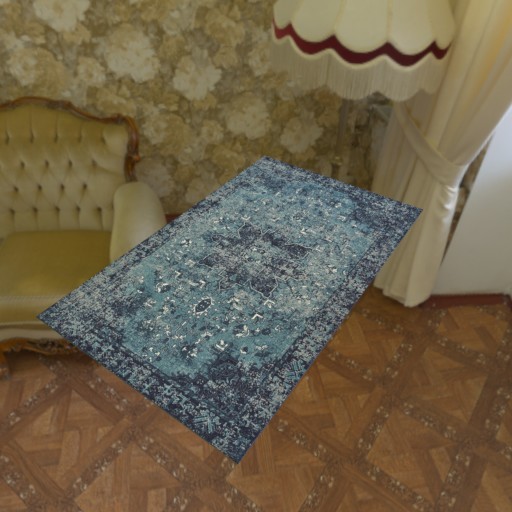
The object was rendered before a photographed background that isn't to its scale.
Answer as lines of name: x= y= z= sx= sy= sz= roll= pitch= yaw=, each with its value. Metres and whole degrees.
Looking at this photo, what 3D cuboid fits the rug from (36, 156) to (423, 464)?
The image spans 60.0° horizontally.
rug: x=0.000 y=0.000 z=3.086 sx=1.525 sy=0.007 sz=2.440 roll=25 pitch=47 yaw=26
